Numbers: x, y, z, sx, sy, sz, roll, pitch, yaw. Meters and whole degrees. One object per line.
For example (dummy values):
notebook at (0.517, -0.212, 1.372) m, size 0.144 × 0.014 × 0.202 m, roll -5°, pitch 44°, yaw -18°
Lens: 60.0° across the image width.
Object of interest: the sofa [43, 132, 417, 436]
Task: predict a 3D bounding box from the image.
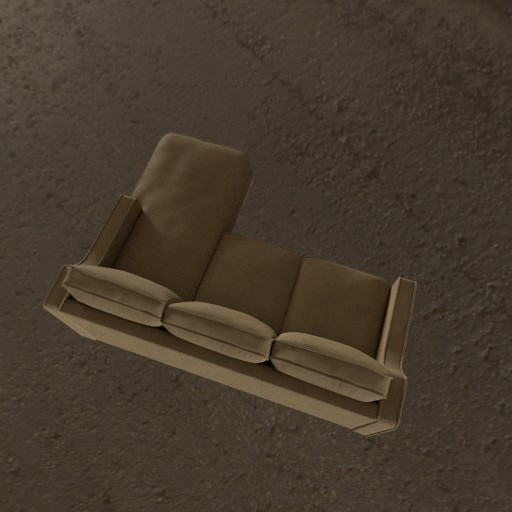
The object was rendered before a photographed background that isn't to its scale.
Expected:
sofa at (0.000, 0.000, 3.348) m, size 2.317 × 1.066 × 1.858 m, roll 17°, pitch 65°, yaw 8°
